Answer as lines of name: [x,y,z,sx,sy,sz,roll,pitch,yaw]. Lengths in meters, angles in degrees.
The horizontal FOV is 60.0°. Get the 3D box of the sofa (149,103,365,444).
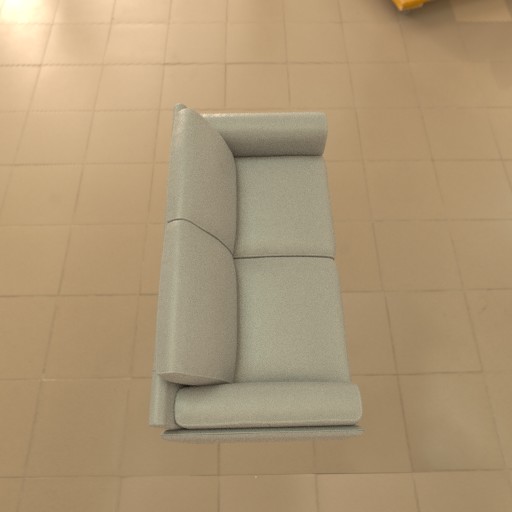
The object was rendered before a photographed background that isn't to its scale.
sofa: [0.000,0.000,2.731,1.049,0.930,2.101,-1,64,-1]
